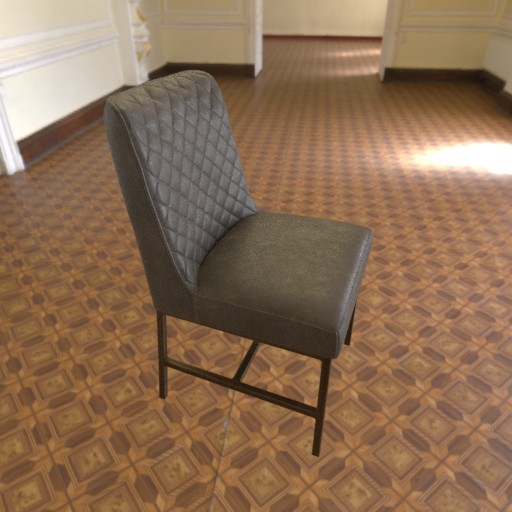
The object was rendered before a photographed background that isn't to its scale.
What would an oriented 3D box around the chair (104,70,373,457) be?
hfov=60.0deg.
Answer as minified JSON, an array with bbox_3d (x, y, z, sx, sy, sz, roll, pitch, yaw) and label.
[{"bbox_3d":[0.000,0.000,1.236,0.587,0.889,0.508,11,34,17],"label":"chair"}]
